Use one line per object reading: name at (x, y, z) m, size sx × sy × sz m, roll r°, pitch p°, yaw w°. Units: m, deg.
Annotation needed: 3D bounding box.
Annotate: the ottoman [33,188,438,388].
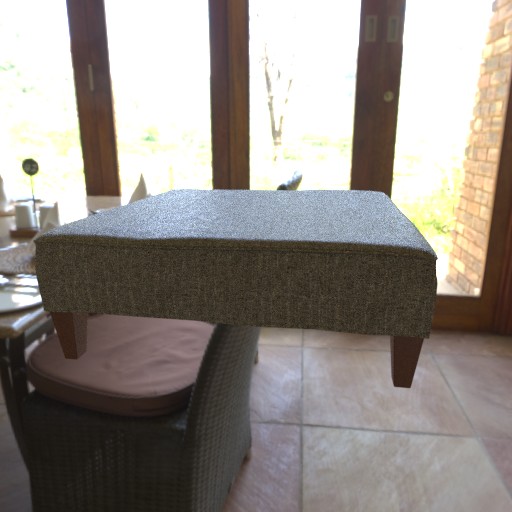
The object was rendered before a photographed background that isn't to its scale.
ottoman at (0.000, 0.000, 1.529) m, size 0.981 × 0.379 × 1.016 m, roll 2°, pitch 15°, yaw 9°
